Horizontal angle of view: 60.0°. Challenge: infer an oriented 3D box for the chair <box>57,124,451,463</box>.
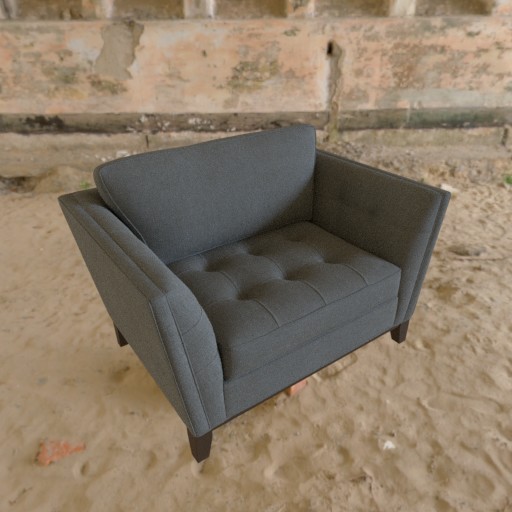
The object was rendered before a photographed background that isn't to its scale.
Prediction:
[{"bbox_3d":[0.000,0.000,2.037,1.396,0.942,0.965,-19,35,-30],"label":"chair"}]
